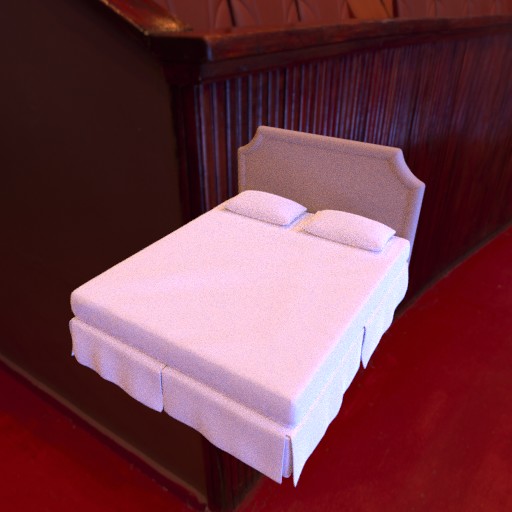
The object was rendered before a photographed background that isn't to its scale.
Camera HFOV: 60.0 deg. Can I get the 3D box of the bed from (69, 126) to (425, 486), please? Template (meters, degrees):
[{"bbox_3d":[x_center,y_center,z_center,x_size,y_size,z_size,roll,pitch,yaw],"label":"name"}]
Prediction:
[{"bbox_3d":[0.000,0.000,4.119,2.350,1.590,2.773,18,35,28],"label":"bed"}]
